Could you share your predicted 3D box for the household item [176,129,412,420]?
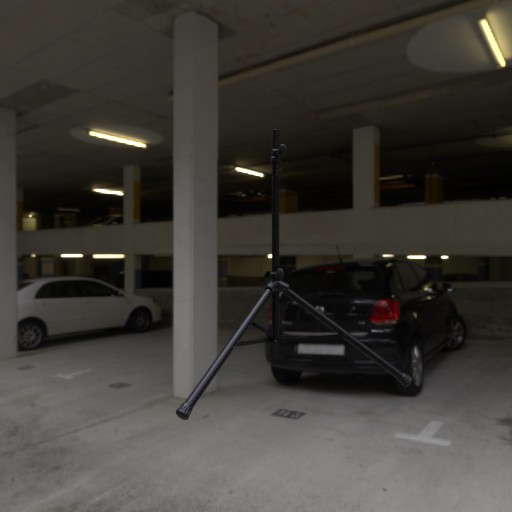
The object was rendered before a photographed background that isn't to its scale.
[{"bbox_3d":[0.000,0.000,1.882,1.045,1.136,0.907,0,0,37],"label":"household item"}]
